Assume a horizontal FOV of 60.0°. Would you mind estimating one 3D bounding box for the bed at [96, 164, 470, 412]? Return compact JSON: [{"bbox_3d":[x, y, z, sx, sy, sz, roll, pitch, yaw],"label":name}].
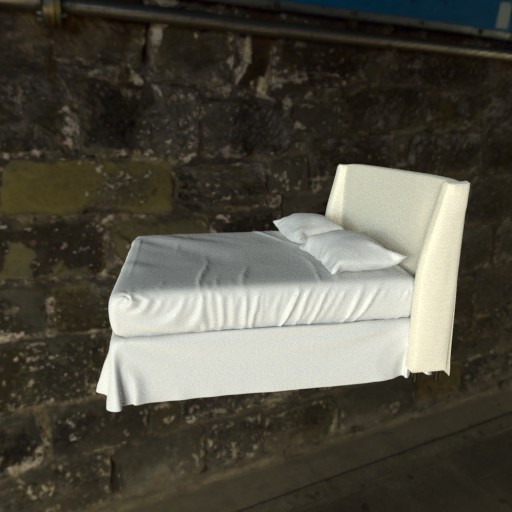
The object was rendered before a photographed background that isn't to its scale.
[{"bbox_3d":[0.000,0.000,3.492,2.276,1.332,1.925,-2,15,-9],"label":"bed"}]
